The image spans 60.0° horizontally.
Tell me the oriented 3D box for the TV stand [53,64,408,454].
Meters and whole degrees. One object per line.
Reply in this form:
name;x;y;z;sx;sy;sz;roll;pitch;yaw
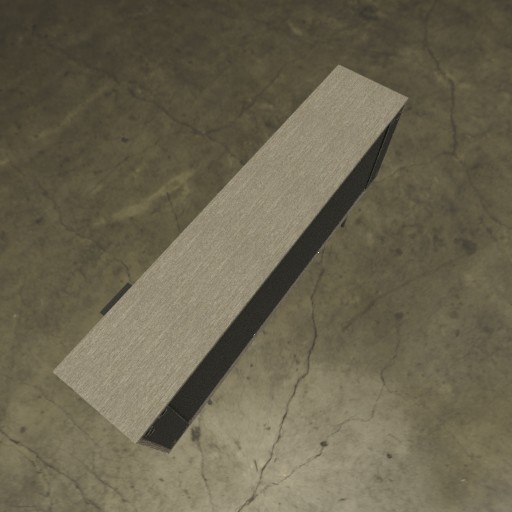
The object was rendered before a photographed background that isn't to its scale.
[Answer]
TV stand;0.000;0.000;2.094;0.405;0.787;1.804;33;68;16
